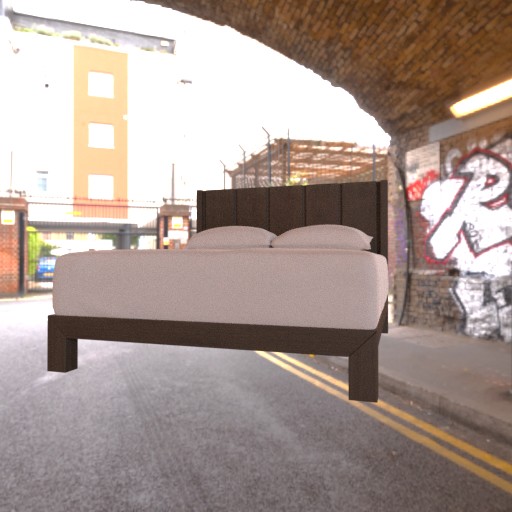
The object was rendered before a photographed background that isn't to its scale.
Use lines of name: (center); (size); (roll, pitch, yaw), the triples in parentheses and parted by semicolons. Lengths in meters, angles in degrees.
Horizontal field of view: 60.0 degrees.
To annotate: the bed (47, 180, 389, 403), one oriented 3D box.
bed: (0.000, 0.000, 3.084); (1.735, 1.261, 1.992); (0, -1, 18)
